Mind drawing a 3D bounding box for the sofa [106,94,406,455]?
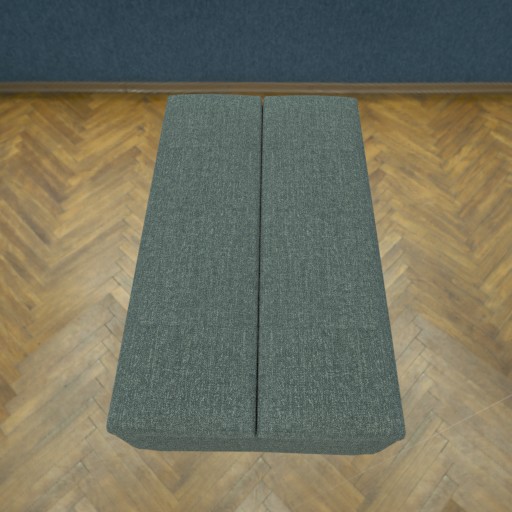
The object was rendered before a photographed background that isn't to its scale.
[{"bbox_3d":[0.000,0.000,1.522,0.782,0.417,1.198,1,58,1],"label":"sofa"}]
